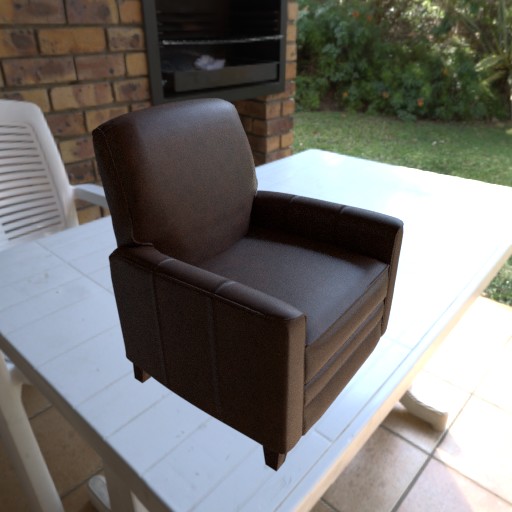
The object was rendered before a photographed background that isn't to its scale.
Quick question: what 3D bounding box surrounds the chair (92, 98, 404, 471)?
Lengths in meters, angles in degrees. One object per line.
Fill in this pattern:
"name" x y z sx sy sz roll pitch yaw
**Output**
"chair" 0.000 0.000 1.630 0.850 1.010 0.839 19 33 32
